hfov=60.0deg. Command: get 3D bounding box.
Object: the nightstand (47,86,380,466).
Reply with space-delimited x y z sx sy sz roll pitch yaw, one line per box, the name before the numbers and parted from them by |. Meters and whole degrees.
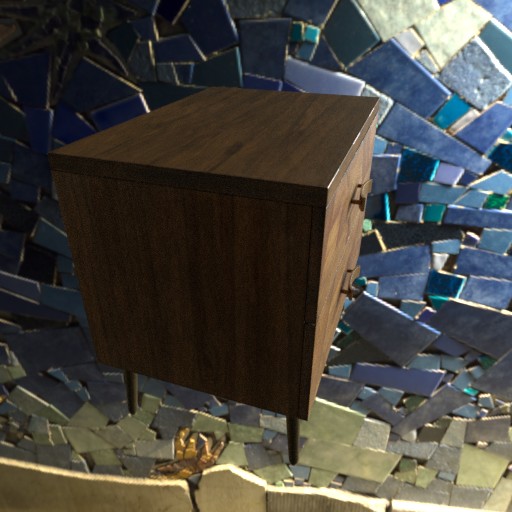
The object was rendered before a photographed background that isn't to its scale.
nightstand | 0.000 0.000 1.009 0.458 0.610 0.610 10 32 17
